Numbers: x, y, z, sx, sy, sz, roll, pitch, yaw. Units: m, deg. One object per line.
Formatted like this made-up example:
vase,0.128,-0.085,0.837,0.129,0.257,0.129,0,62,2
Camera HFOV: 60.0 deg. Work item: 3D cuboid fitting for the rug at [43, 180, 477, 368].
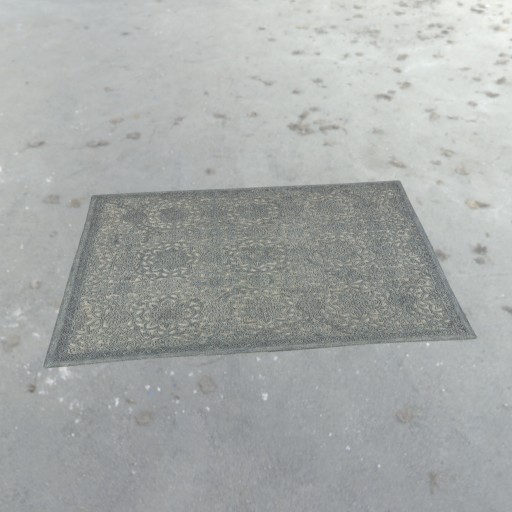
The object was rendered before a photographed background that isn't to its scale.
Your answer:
rug,0.000,0.000,3.056,2.498,0.022,1.535,-3,46,-3
